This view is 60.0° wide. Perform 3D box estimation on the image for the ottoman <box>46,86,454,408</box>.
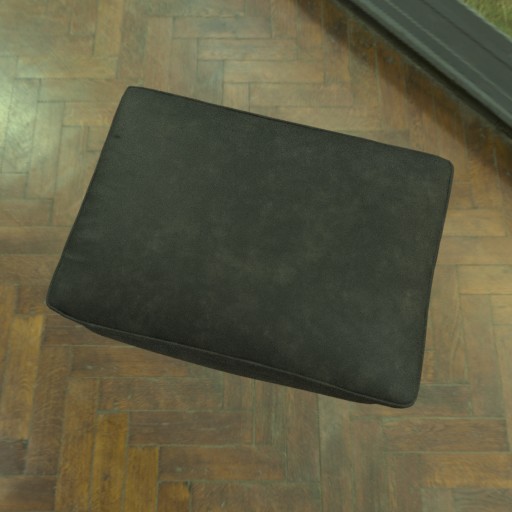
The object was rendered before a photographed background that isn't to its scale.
[{"bbox_3d":[0.000,0.000,0.955,0.665,0.413,0.501,14,76,4],"label":"ottoman"}]
